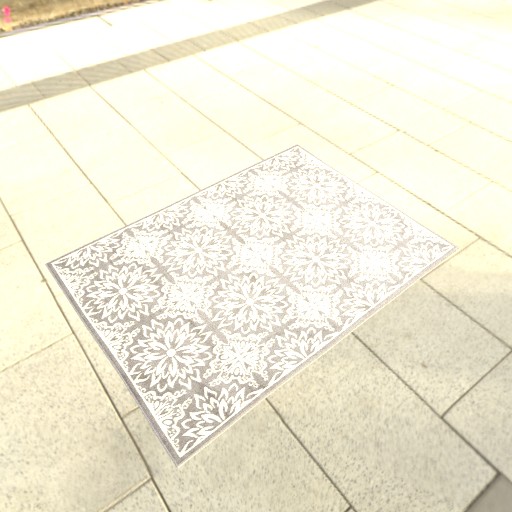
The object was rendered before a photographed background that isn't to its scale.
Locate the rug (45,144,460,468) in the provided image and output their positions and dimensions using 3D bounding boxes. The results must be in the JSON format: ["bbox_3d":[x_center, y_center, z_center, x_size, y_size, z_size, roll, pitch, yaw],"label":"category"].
[{"bbox_3d":[0.000,0.000,2.912,2.213,0.014,1.608,-30,54,-25],"label":"rug"}]
